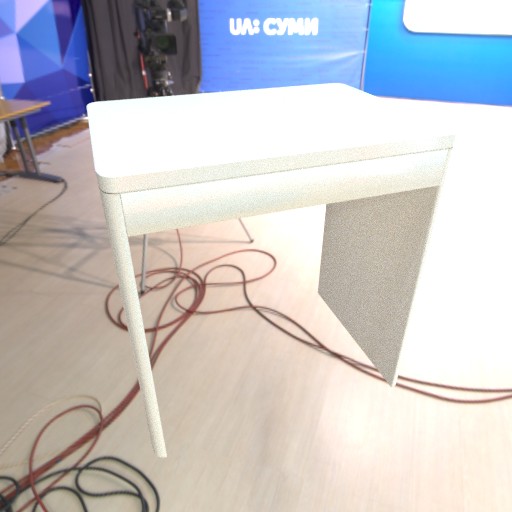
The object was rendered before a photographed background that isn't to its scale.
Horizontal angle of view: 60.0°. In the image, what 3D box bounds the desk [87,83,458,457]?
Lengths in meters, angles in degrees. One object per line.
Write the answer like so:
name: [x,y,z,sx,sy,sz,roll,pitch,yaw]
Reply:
desk: [0.000,0.000,1.281,0.762,0.800,0.549,-11,34,-16]
